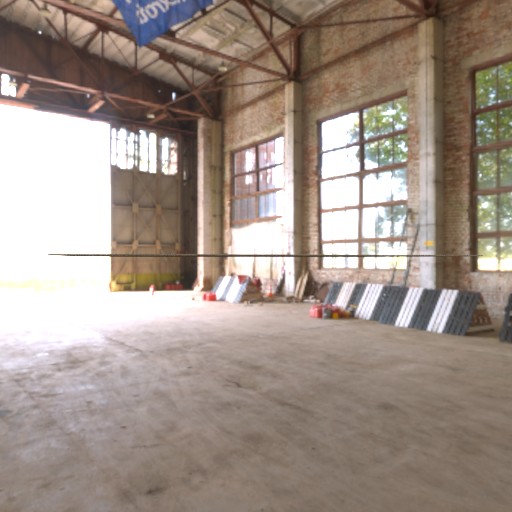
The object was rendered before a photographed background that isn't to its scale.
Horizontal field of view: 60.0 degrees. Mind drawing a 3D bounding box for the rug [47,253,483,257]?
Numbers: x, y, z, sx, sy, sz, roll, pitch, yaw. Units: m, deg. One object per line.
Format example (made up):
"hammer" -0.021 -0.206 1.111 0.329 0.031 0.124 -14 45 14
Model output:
"rug" 0.000 0.000 3.052 2.438 0.008 1.523 0 0 -18
